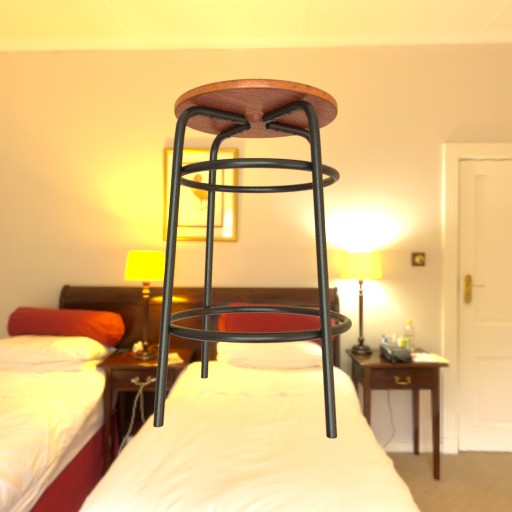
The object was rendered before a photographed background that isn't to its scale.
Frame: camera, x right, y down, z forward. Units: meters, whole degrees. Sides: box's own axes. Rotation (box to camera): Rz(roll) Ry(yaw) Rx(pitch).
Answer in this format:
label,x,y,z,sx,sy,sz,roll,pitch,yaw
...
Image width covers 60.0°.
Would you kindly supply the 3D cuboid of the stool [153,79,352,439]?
label,x,y,z,sx,sy,sz,roll,pitch,yaw
stool,0.000,0.000,0.926,0.455,0.610,0.455,0,1,-36
